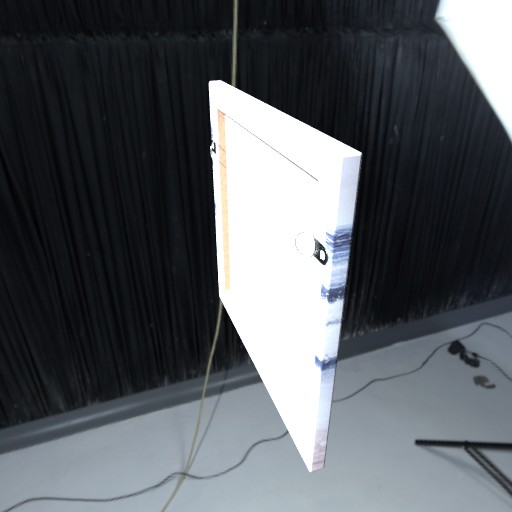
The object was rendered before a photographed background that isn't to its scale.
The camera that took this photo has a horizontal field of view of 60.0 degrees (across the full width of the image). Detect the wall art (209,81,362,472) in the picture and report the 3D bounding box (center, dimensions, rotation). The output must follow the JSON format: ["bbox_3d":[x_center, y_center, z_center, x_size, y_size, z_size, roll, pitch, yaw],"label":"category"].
[{"bbox_3d":[0.000,0.000,1.145,0.065,0.747,0.755,-10,31,-17],"label":"wall art"}]
